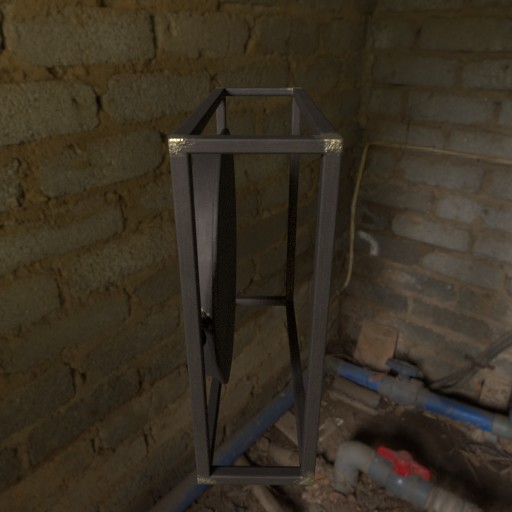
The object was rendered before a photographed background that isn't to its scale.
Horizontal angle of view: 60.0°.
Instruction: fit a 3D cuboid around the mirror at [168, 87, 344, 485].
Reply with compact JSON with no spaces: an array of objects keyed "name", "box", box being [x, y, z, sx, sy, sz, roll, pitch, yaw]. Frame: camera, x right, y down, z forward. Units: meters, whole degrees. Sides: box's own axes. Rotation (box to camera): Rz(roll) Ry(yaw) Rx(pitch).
[{"name":"mirror","box":[0.000,0.000,0.464,0.107,0.303,0.306,0,26,1]}]
